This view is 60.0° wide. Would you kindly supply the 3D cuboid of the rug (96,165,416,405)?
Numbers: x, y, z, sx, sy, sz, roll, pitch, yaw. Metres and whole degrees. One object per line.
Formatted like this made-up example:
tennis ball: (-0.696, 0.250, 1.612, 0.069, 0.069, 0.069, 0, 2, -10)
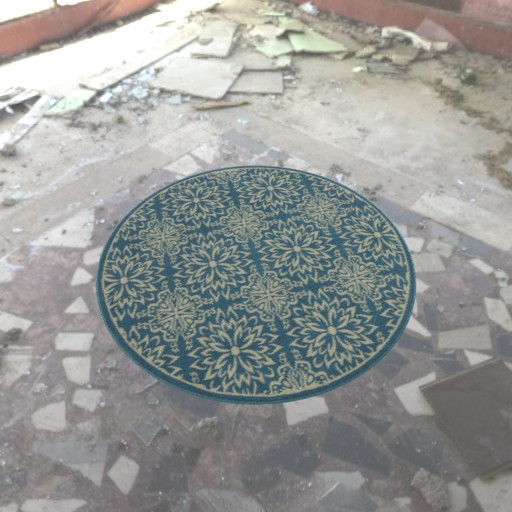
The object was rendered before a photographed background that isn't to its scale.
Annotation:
rug: (0.000, 0.000, 2.269, 1.593, 0.012, 1.593, 0, 46, 0)
